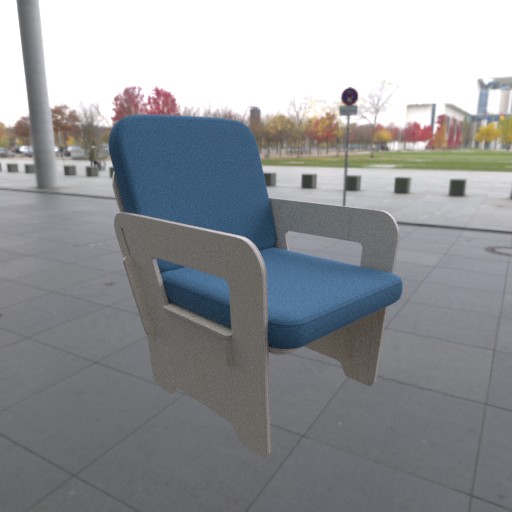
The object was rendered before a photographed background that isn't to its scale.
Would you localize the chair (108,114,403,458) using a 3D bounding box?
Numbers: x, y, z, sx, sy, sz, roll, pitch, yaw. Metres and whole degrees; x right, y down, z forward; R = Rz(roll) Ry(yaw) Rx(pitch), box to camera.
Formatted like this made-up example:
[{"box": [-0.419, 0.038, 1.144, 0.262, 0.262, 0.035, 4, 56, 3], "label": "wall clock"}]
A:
[{"box": [0.000, 0.000, 1.198, 0.547, 0.747, 0.657, -13, 19, -43], "label": "chair"}]
